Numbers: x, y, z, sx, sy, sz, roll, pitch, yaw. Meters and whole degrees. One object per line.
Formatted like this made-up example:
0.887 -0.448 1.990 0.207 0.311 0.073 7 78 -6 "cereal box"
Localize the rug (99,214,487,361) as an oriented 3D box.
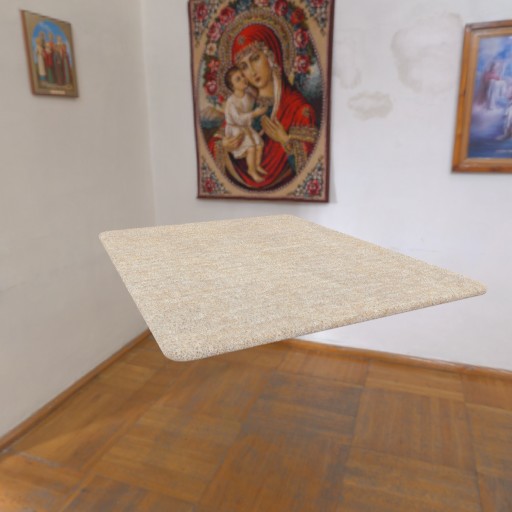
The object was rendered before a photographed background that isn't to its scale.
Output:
0.000 0.000 3.374 2.009 0.048 2.528 -8 18 -24 "rug"
